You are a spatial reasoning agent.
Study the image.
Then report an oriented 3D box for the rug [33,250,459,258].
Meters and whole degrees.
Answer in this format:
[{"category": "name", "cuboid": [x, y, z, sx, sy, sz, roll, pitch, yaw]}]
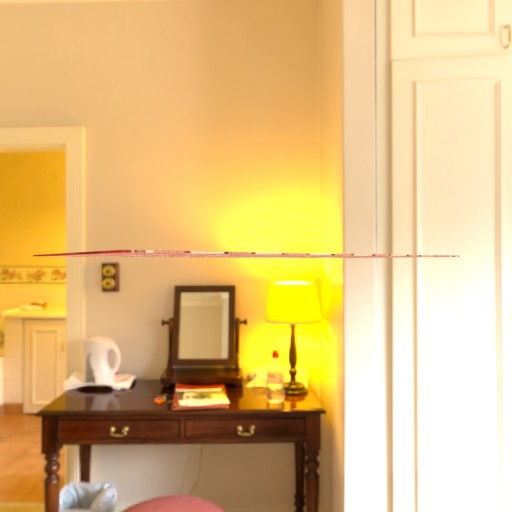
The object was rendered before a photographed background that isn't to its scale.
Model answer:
[{"category": "rug", "cuboid": [0.000, 0.000, 2.975, 2.431, 0.010, 1.535, 1, -1, -38]}]
